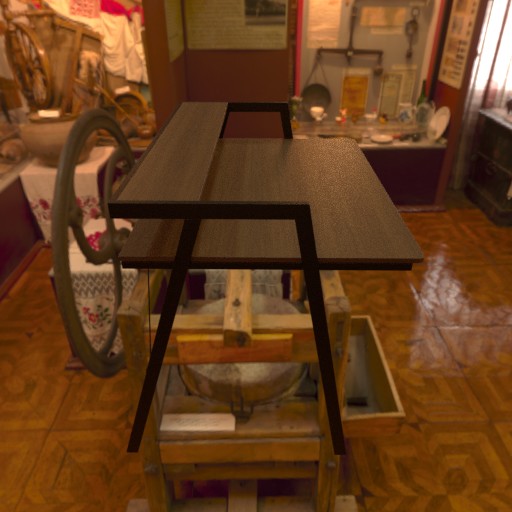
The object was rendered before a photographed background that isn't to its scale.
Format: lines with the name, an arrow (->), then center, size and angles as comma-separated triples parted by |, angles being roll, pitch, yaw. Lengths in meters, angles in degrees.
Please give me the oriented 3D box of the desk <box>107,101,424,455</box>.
desk -> 0.000, 0.000, 1.848 | 0.936, 0.998, 1.143 | 0, 31, 1
